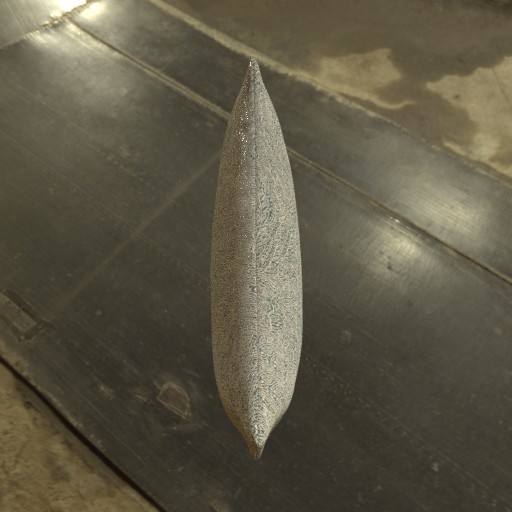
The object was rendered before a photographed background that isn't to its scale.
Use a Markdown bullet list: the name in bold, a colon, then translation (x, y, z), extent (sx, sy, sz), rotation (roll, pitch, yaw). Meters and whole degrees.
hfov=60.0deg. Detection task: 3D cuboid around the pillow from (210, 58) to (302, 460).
- **pillow**: translation (0.000, 0.000, 0.749), extent (0.151, 0.295, 0.615), rotation (-1, 63, 0)
